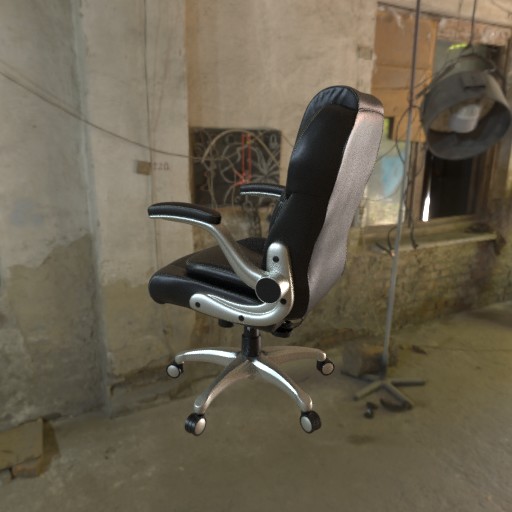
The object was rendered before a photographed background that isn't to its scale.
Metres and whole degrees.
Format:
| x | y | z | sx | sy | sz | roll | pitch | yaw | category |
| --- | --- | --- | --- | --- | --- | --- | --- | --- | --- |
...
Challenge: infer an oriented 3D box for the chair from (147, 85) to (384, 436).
| x | y | z | sx | sy | sz | roll | pitch | yaw | category |
| --- | --- | --- | --- | --- | --- | --- | --- | --- | --- |
| 0.000 | 0.000 | 1.653 | 0.801 | 1.141 | 0.724 | 7 | 17 | 24 | chair |
